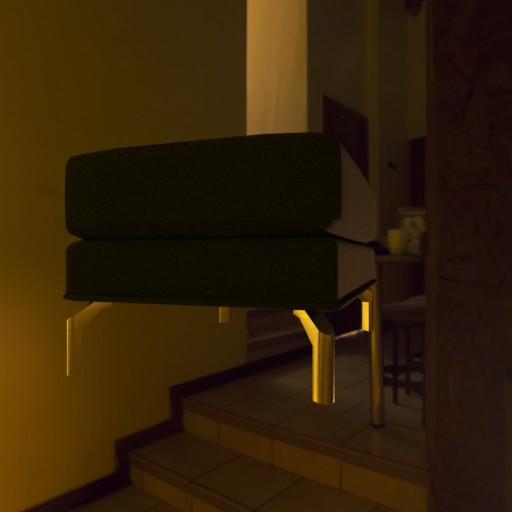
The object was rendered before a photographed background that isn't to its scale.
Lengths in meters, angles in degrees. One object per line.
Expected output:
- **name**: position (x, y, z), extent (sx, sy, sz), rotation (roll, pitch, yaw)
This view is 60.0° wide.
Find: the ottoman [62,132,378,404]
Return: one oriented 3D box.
- **ottoman**: position (0.000, 0.000, 1.211), extent (0.587, 0.498, 0.835), rotation (0, 0, 19)
